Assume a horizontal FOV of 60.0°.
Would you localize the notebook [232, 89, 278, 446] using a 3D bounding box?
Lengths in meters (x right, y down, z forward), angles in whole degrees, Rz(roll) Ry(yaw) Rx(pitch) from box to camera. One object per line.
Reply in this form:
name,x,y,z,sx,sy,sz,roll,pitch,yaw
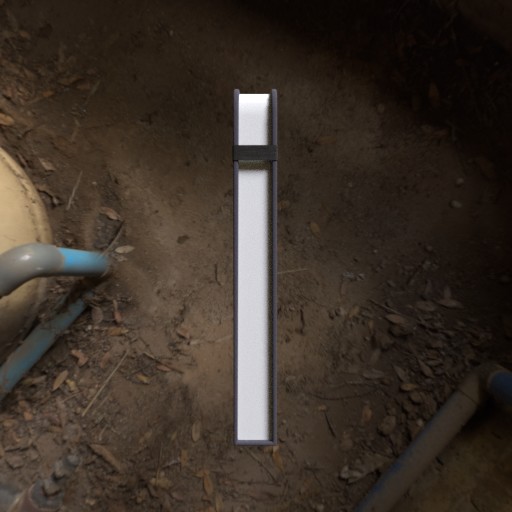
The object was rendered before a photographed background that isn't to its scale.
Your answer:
notebook,0.000,0.000,0.260,0.016,0.213,0.127,0,92,0
